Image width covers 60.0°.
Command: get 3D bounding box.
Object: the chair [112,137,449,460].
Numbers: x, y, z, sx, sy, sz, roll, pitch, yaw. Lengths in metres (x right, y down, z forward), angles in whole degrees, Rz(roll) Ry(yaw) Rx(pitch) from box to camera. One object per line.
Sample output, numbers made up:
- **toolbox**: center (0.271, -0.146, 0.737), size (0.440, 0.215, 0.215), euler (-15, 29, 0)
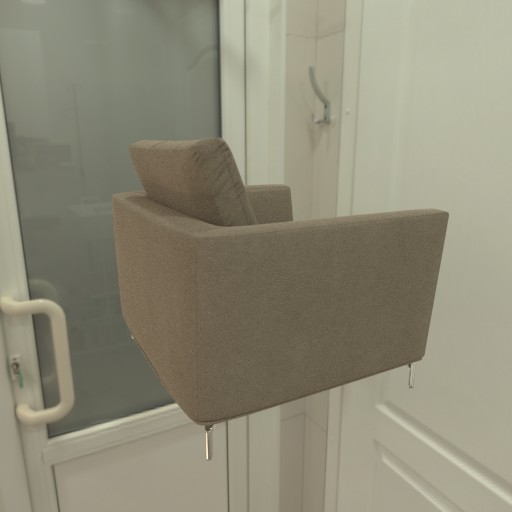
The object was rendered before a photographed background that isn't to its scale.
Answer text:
- **chair**: center (0.000, 0.000, 1.679), size (0.889, 0.864, 1.041), euler (-8, 17, -27)
